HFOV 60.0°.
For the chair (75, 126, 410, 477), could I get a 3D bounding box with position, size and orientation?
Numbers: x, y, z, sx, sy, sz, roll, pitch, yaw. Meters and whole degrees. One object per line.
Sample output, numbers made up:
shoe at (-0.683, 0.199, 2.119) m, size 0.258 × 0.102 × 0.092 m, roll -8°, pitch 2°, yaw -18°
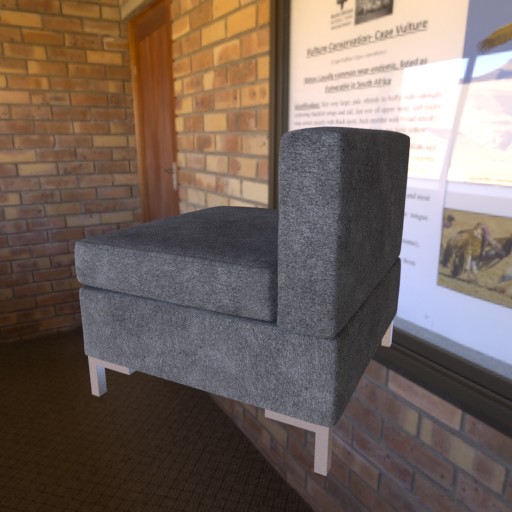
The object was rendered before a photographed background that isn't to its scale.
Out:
chair at (0.000, 0.000, 1.203) m, size 0.680 × 0.660 × 0.680 m, roll 7°, pitch 17°, yaw 26°
